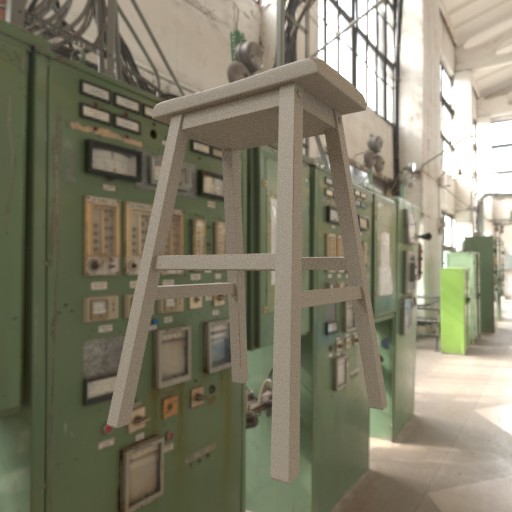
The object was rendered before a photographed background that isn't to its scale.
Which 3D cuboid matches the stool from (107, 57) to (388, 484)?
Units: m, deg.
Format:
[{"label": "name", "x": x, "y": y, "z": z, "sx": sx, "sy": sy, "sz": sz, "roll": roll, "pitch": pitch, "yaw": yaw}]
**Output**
[{"label": "stool", "x": 0.000, "y": 0.000, "z": 1.033, "sx": 0.457, "sy": 0.737, "sz": 0.476, "roll": -1, "pitch": -2, "yaw": 35}]
